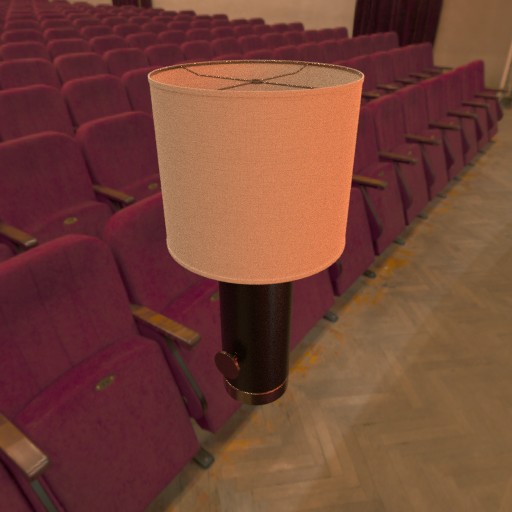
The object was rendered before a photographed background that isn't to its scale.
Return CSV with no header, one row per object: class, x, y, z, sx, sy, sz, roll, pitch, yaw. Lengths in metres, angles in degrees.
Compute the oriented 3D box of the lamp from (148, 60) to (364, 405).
lamp,0.000,0.000,0.624,0.241,0.482,0.240,20,35,30
